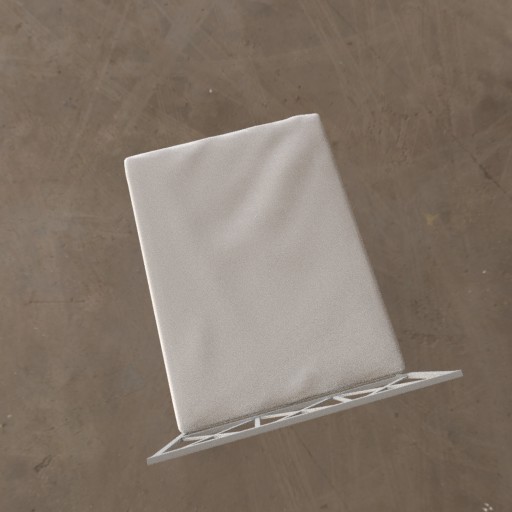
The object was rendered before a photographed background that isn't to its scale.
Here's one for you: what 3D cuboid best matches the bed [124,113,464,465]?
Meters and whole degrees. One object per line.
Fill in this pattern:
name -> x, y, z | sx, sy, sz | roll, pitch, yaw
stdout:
bed -> 0.000, 0.000, 3.126 | 1.673, 1.253, 2.135 | -14, 75, -4
